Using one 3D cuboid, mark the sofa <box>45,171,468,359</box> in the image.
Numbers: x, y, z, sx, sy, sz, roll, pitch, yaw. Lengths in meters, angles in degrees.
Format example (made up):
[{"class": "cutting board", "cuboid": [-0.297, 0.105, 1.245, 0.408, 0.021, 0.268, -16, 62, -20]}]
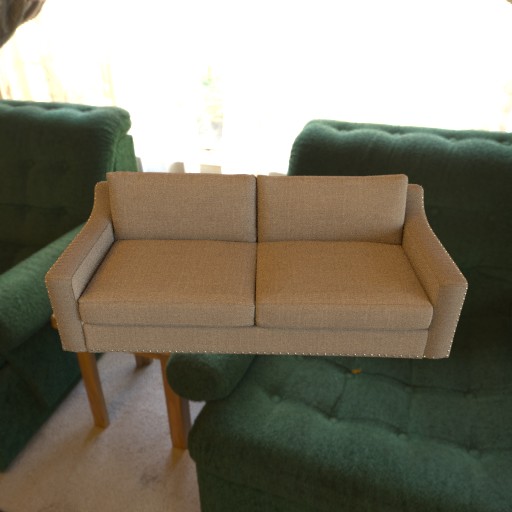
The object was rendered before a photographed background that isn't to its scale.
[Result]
[{"class": "sofa", "cuboid": [0.000, 0.000, 2.736, 2.208, 0.857, 1.000, 1, 30, 1]}]
